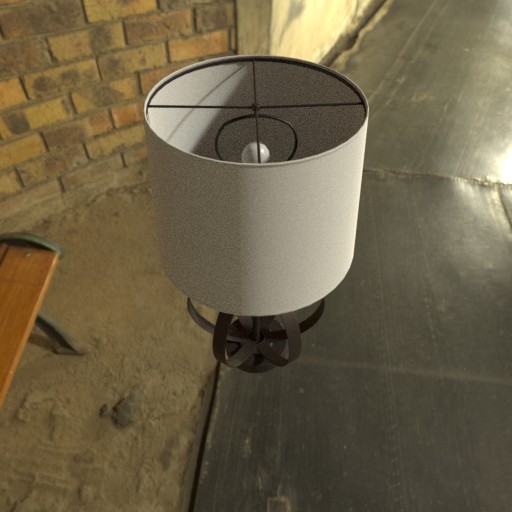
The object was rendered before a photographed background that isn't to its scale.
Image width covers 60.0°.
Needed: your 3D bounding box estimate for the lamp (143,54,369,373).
[{"bbox_3d":[0.000,0.000,0.685,0.286,0.510,0.286,0,46,0],"label":"lamp"}]
